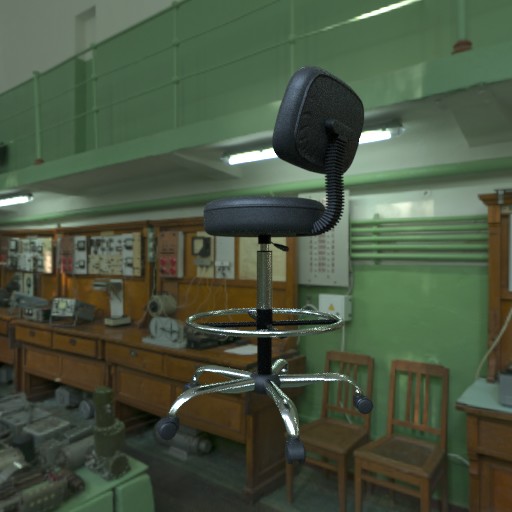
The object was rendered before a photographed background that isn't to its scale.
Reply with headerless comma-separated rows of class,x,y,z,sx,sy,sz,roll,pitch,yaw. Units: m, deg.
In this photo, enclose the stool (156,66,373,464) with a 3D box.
stool,0.000,0.000,1.503,0.658,1.069,0.694,0,0,36
